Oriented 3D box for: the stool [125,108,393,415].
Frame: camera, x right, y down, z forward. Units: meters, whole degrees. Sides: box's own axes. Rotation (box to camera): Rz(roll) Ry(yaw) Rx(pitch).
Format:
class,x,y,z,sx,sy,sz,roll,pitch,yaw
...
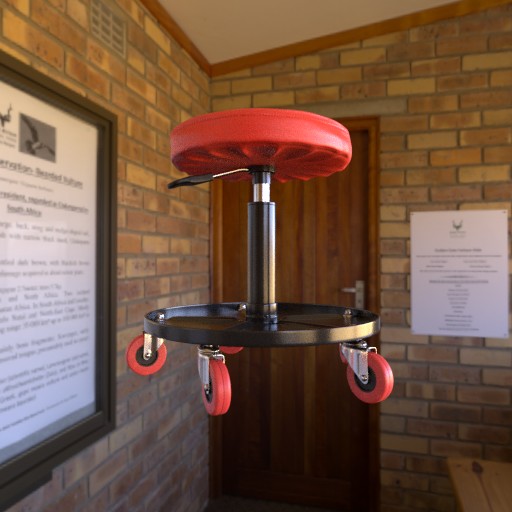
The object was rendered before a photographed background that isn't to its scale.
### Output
class,x,y,z,sx,sy,sz,roll,pitch,yaw
stool,0.000,0.000,0.677,0.382,0.365,0.381,0,-1,-17
